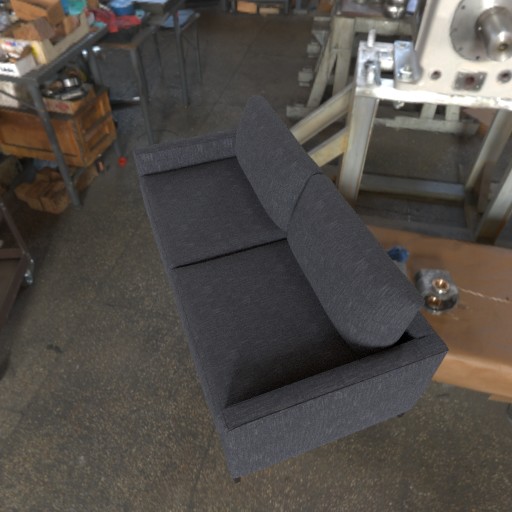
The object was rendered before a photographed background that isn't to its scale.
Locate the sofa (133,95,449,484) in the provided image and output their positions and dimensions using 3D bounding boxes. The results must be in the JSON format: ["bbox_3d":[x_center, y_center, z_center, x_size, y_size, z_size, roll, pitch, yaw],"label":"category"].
[{"bbox_3d":[0.000,0.000,2.159,0.866,0.862,1.716,-15,49,-14],"label":"sofa"}]
